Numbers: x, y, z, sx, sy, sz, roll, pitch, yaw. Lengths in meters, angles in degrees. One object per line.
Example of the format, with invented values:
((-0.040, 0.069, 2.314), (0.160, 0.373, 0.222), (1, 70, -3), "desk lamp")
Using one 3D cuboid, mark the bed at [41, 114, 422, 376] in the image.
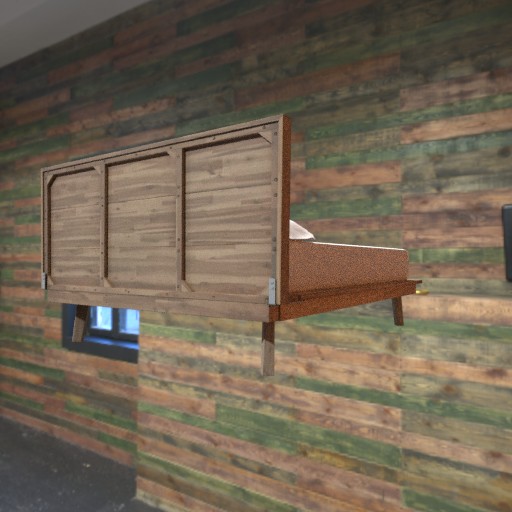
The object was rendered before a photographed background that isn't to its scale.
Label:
((0.000, 0.000, 3.099), (1.759, 1.071, 2.145), (-1, -1, 35), "bed")
